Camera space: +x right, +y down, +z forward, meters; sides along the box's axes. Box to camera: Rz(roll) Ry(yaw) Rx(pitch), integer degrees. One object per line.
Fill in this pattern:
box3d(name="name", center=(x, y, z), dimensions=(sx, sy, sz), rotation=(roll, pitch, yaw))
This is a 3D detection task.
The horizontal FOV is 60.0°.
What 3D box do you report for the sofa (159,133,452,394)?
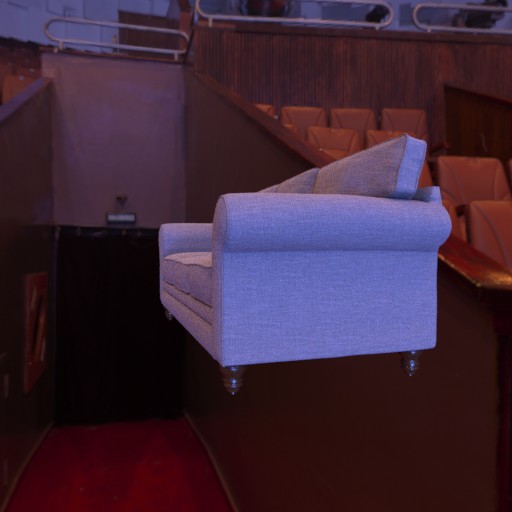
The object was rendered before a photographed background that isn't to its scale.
box3d(name="sofa", center=(0.000, 0.000, 2.535), dimensions=(0.916, 0.961, 2.084), rotation=(0, 1, -18))
